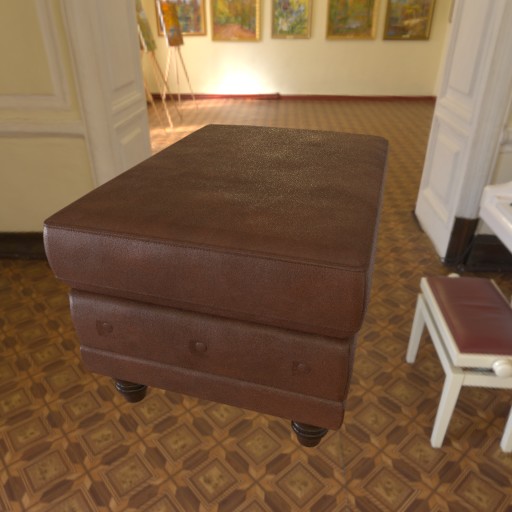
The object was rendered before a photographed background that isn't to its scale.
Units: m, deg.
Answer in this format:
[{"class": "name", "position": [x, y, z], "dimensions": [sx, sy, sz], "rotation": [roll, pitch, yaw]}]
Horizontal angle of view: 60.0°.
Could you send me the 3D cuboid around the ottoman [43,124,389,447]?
[{"class": "ottoman", "position": [0.000, 0.000, 1.149], "dimensions": [0.588, 0.509, 0.795], "rotation": [8, 30, 15]}]
